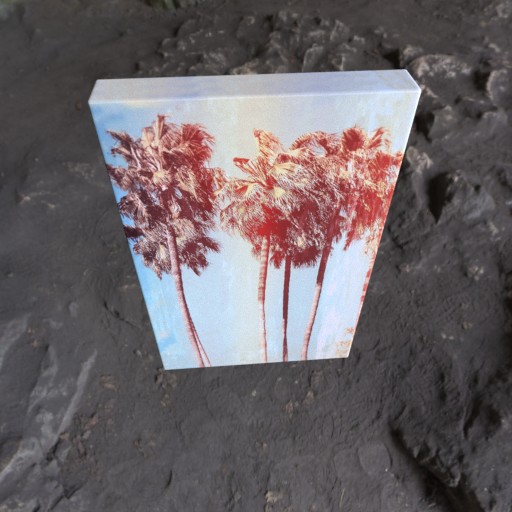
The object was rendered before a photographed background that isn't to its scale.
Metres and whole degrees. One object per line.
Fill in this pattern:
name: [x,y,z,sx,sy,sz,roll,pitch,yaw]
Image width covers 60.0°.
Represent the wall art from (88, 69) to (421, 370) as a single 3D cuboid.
wall art: [0.000,0.000,0.479,0.251,0.380,0.039,-3,46,-3]
